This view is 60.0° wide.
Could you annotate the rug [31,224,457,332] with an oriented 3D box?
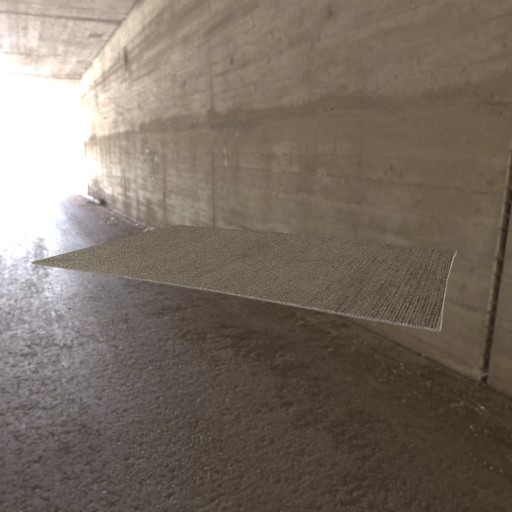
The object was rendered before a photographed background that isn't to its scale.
[{"bbox_3d":[0.000,0.000,2.173,1.773,0.021,1.149,7,15,26],"label":"rug"}]
